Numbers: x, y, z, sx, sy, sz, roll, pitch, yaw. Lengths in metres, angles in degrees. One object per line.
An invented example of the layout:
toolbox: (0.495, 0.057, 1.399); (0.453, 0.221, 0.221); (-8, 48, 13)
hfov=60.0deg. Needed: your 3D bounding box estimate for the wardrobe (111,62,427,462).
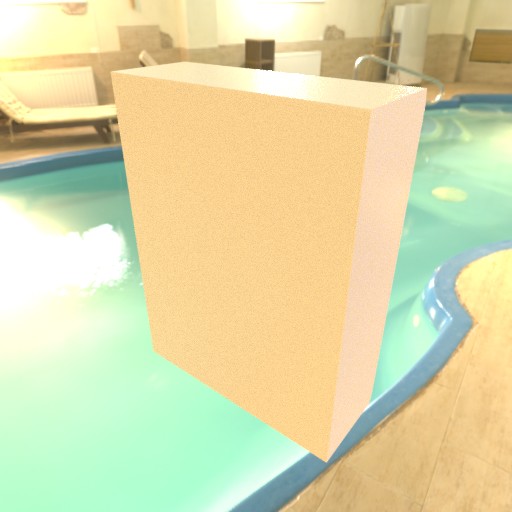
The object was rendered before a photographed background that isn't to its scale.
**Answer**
wardrobe: (0.000, 0.000, 1.596); (0.900, 1.200, 0.360); (22, 37, 32)
